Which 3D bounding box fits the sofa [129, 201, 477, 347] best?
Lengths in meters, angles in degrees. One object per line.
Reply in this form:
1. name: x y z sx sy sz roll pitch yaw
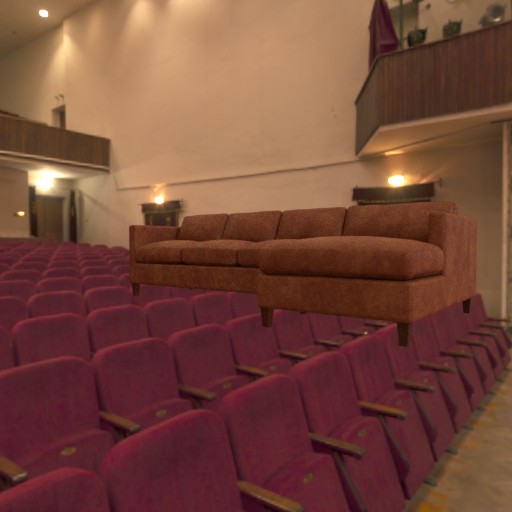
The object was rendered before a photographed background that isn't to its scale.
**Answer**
1. sofa: 0.000 0.000 3.850 3.203 0.883 1.581 1 2 37
